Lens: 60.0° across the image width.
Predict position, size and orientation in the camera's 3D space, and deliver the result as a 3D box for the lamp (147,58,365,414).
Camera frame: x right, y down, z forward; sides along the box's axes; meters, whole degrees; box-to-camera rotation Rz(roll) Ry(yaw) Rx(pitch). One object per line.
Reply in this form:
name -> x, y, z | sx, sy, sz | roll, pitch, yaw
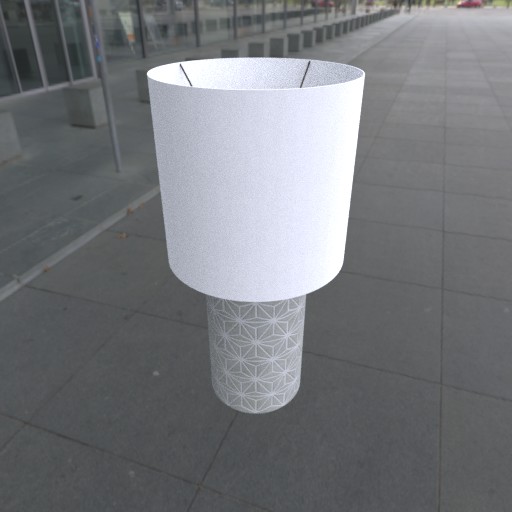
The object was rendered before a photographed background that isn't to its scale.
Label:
lamp -> 0.000, 0.000, 0.534 | 0.206, 0.416, 0.206 | 20, 36, 30
